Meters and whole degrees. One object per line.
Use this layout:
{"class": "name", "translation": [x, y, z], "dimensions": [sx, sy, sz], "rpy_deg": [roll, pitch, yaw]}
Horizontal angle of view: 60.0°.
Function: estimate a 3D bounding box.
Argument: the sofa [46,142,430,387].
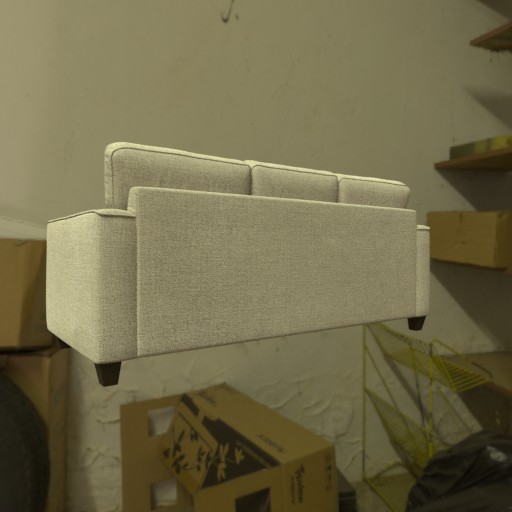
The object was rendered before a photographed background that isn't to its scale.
{"class": "sofa", "translation": [0.000, 0.000, 2.605], "dimensions": [2.133, 0.965, 0.939], "rpy_deg": [-1, 1, -36]}
